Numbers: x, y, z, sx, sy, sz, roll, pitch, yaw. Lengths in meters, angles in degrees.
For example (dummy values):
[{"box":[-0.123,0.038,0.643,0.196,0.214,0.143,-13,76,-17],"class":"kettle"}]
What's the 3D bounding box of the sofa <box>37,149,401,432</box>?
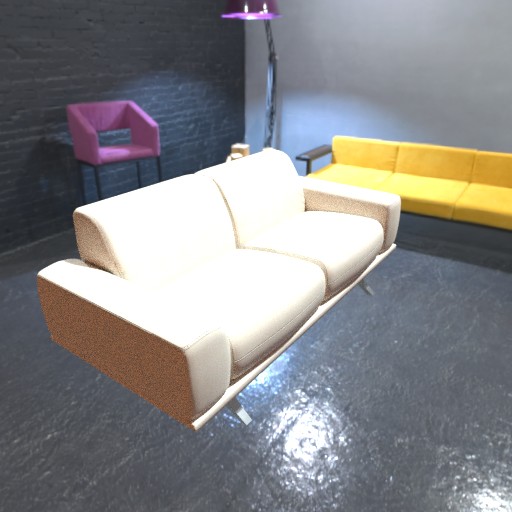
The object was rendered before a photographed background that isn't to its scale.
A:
[{"box":[0.000,0.000,2.327,0.900,0.772,1.901,18,31,32],"class":"sofa"}]
